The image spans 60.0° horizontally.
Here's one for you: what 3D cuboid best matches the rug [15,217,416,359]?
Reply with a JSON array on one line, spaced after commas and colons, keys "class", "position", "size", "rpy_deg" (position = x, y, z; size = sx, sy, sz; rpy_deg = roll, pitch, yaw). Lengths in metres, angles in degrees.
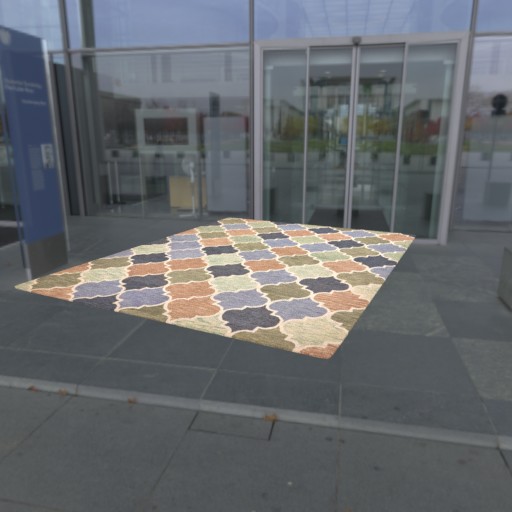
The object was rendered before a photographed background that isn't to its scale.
[{"class": "rug", "position": [0.000, 0.000, 4.143], "size": [2.439, 0.013, 3.200], "rpy_deg": [8, 17, 26]}]
